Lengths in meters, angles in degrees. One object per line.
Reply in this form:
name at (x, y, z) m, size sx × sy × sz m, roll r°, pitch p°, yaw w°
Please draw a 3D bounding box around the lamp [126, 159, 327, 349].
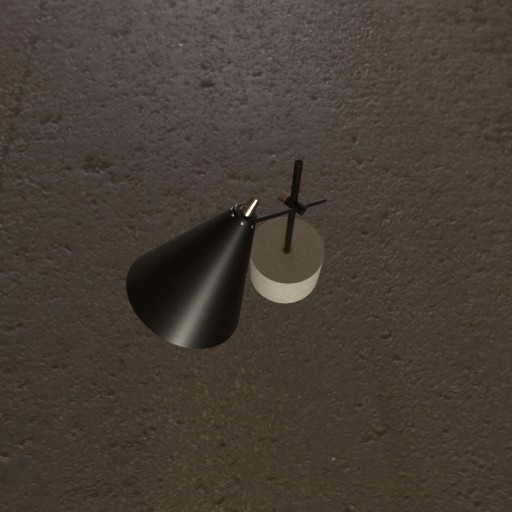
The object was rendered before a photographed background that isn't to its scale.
lamp at (0.000, 0.000, 0.712) m, size 0.403 × 0.518 × 0.214 m, roll -36°, pitch 69°, yaw -16°
